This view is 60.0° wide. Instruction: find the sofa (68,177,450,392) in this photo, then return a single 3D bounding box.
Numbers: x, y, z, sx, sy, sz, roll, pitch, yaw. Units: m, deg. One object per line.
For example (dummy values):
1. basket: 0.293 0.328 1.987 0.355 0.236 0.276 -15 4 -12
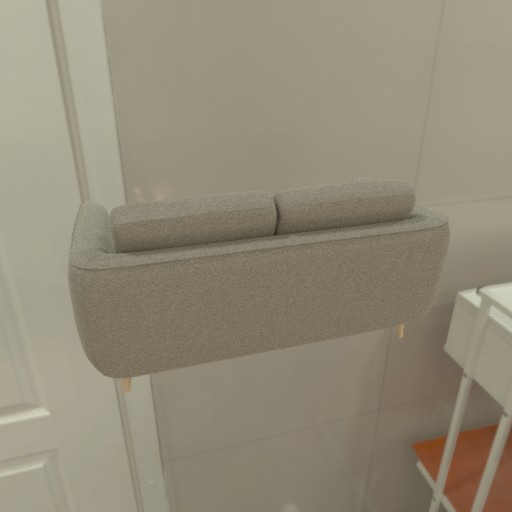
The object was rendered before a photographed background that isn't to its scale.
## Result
1. sofa: 0.000 0.000 2.233 1.700 0.850 0.920 -7 26 -15
